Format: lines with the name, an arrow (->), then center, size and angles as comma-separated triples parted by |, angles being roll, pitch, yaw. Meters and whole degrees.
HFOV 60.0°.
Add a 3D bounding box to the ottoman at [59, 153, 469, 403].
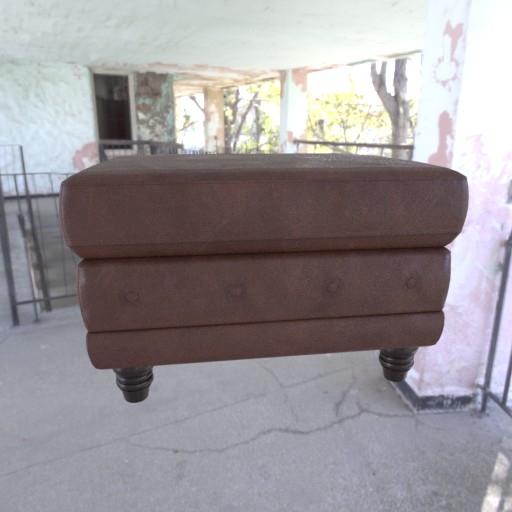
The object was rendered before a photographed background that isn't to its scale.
ottoman -> 0.000, 0.000, 1.157 | 0.795, 0.509, 0.588 | -2, 16, -8
